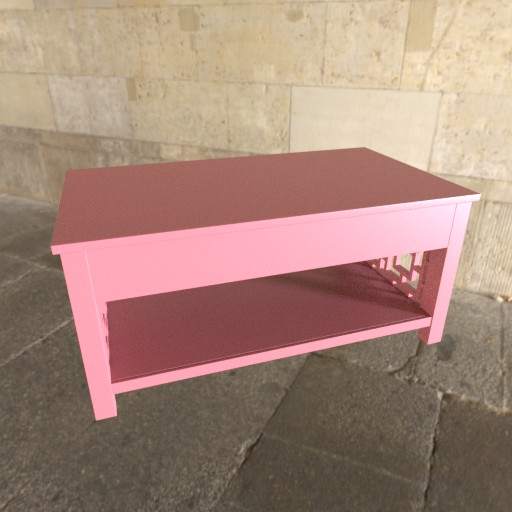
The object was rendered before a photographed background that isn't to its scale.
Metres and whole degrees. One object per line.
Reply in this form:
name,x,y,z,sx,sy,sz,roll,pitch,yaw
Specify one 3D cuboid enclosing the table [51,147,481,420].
table,0.000,0.000,1.408,1.068,0.493,0.612,-8,27,-16
